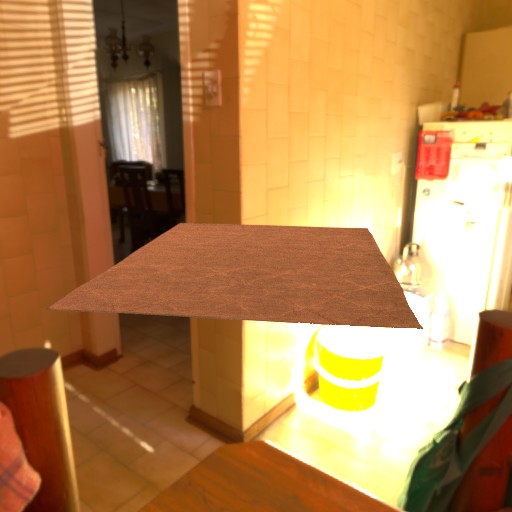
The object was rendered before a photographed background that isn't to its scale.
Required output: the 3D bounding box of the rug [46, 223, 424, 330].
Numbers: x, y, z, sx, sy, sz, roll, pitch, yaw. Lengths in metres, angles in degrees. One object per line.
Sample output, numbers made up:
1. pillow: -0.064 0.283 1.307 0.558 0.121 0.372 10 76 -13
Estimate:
1. rug: 0.000 0.000 4.237 2.438 0.013 3.048 2 15 7
